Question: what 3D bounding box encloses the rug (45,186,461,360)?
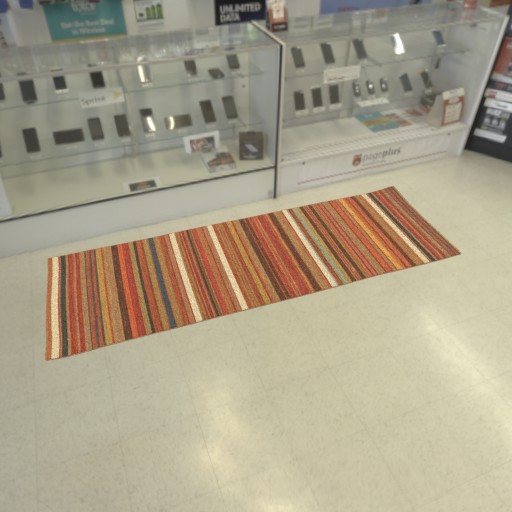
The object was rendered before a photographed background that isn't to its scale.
[{"bbox_3d":[0.000,0.000,2.734,2.444,0.030,0.799,-13,43,-14],"label":"rug"}]
